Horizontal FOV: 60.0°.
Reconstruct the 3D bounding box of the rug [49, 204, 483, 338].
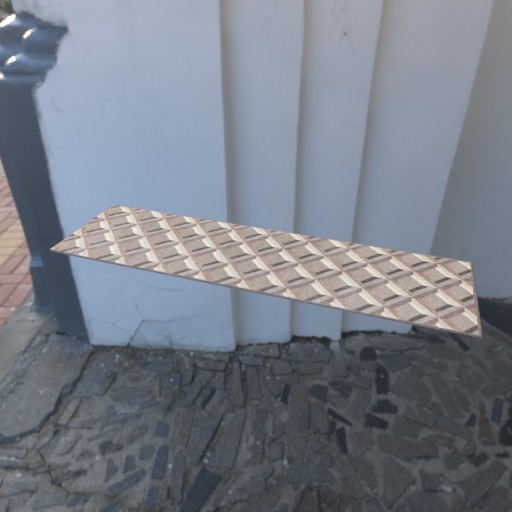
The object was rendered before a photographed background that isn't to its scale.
[{"bbox_3d":[0.000,0.000,2.644,2.437,0.013,0.685,10,33,16],"label":"rug"}]
